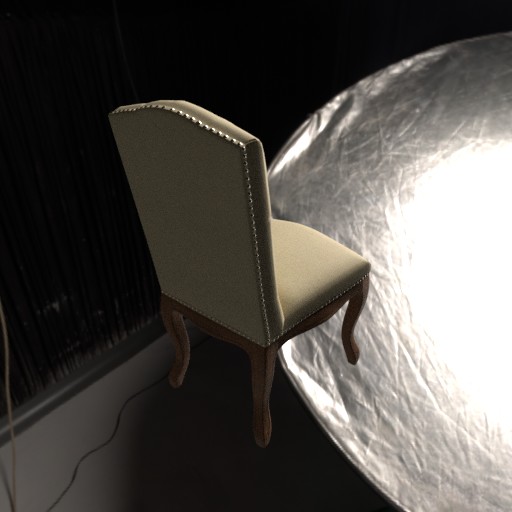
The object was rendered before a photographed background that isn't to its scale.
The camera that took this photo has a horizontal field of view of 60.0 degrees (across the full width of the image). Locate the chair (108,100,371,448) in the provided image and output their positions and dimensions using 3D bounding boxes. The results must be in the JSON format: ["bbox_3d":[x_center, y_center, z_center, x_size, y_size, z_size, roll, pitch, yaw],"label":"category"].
[{"bbox_3d":[0.000,0.000,1.564,0.623,1.165,0.715,22,38,31],"label":"chair"}]
